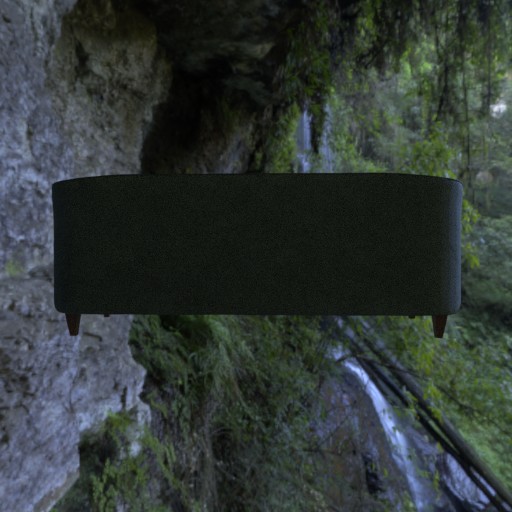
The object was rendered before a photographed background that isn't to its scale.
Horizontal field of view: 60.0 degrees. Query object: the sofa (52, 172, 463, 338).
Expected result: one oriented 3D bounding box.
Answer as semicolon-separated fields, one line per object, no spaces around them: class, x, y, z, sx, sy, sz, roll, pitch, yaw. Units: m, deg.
sofa;0.000;0.000;2.711;2.278;0.855;0.941;0;0;2
